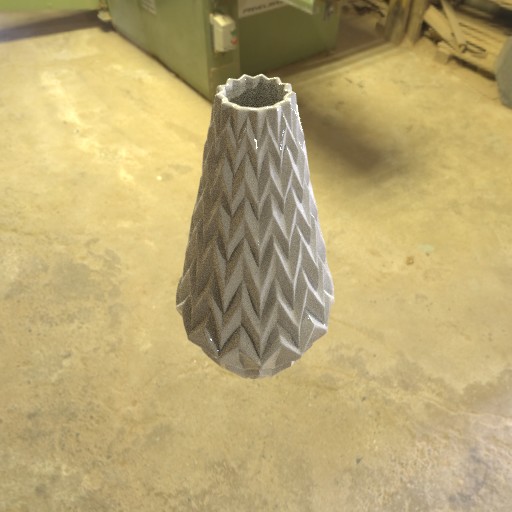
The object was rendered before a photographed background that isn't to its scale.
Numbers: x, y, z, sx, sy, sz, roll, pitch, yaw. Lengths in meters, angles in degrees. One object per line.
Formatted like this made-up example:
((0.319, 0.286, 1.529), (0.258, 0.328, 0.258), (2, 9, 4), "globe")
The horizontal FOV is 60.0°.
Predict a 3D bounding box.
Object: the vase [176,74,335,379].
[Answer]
((0.000, 0.000, 0.423), (0.167, 0.328, 0.167), (0, 47, 0), "vase")
